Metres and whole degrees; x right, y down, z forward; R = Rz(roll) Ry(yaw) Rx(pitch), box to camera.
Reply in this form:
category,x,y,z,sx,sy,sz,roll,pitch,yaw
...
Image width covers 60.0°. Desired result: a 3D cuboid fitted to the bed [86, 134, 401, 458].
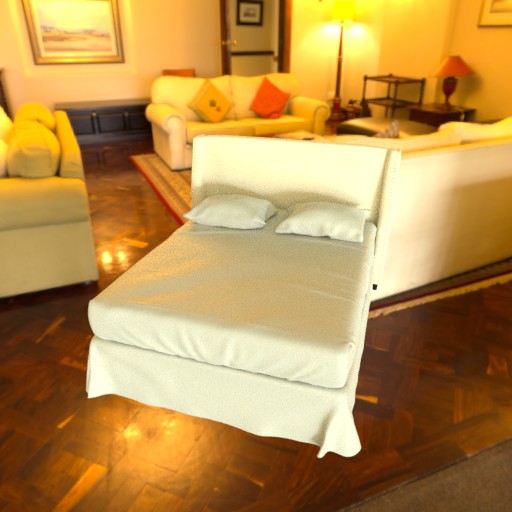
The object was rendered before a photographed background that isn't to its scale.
category,x,y,z,sx,sy,sz,roll,pitch,yaw
bed,0.000,0.000,3.409,1.925,1.332,2.276,8,28,16
